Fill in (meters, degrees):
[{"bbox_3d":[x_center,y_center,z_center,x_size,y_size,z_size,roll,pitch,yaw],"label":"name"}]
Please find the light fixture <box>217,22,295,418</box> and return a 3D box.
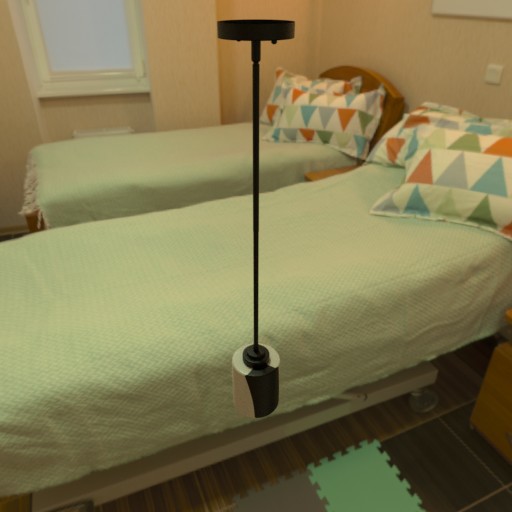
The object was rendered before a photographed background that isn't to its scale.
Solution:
[{"bbox_3d":[0.000,0.000,0.922,0.123,0.863,0.123,21,37,31],"label":"light fixture"}]
